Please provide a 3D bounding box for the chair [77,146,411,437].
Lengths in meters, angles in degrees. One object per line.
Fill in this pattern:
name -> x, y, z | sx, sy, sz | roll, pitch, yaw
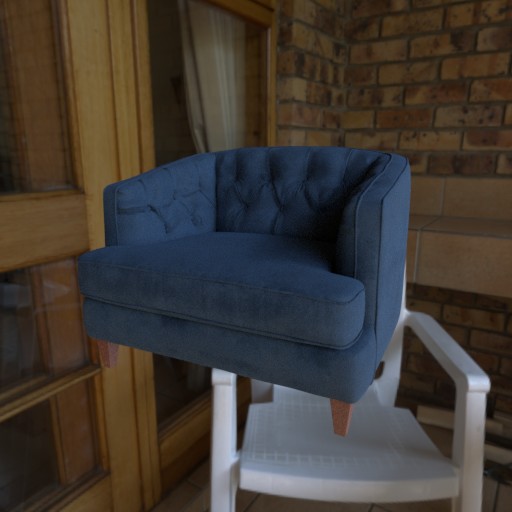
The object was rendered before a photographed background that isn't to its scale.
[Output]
chair -> 0.000, 0.000, 1.768 | 1.094, 0.852, 0.940 | 7, 15, 26
